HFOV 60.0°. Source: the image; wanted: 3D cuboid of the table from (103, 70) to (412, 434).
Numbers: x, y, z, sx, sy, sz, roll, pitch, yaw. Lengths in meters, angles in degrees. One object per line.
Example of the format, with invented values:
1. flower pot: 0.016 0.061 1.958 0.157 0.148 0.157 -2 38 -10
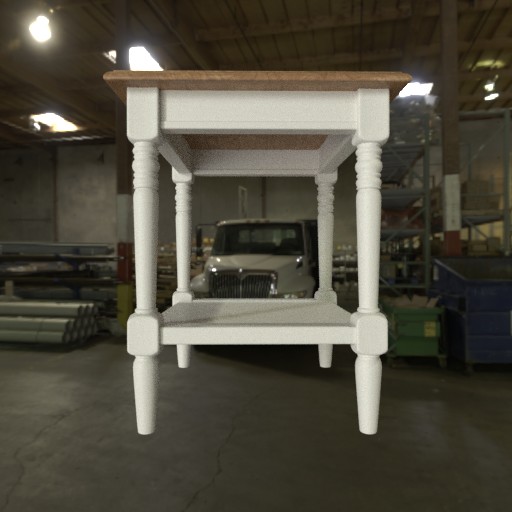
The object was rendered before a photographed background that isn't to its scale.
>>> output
1. table: 0.000 0.000 0.911 0.457 0.561 0.508 0 0 -1
